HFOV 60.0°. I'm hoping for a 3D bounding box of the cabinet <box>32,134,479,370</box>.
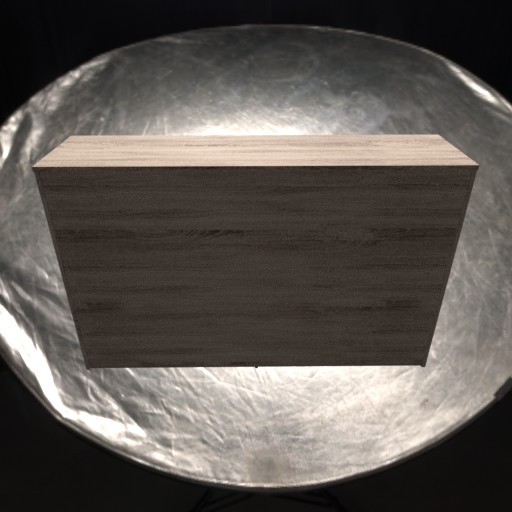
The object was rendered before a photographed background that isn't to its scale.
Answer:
[{"bbox_3d":[0.000,0.000,1.827,1.450,0.900,0.380,0,31,-1],"label":"cabinet"}]
